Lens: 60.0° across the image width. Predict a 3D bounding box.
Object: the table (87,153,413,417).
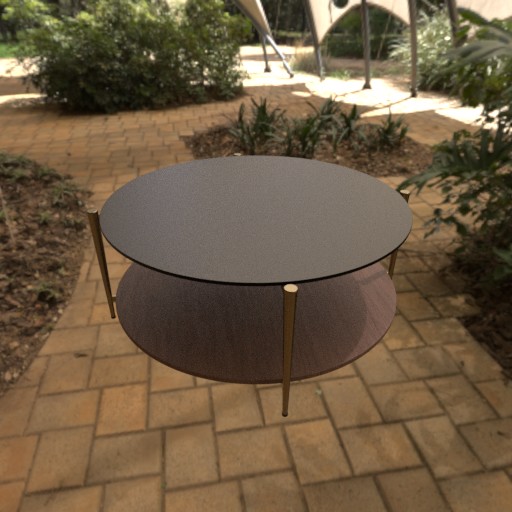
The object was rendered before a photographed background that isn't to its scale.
[{"bbox_3d":[0.000,0.000,1.486,0.938,0.400,0.938,-22,36,-33],"label":"table"}]
